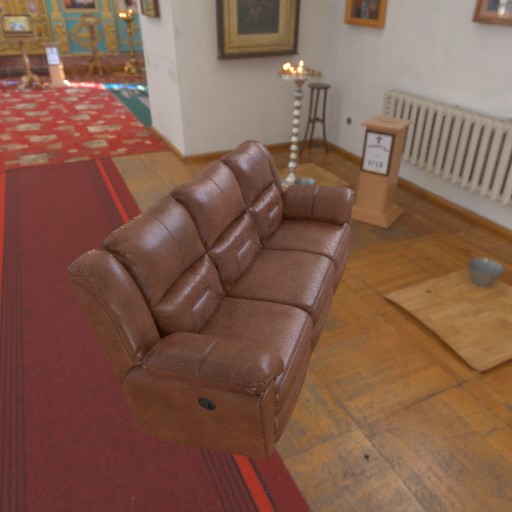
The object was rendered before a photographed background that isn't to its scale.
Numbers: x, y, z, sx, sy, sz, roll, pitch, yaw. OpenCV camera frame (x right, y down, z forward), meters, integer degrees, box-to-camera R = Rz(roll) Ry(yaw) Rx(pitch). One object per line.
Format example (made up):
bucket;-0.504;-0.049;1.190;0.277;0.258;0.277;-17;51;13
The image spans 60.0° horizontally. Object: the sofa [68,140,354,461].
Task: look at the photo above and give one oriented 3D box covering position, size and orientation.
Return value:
sofa;0.000;0.000;2.891;0.991;1.043;2.337;10;31;17
